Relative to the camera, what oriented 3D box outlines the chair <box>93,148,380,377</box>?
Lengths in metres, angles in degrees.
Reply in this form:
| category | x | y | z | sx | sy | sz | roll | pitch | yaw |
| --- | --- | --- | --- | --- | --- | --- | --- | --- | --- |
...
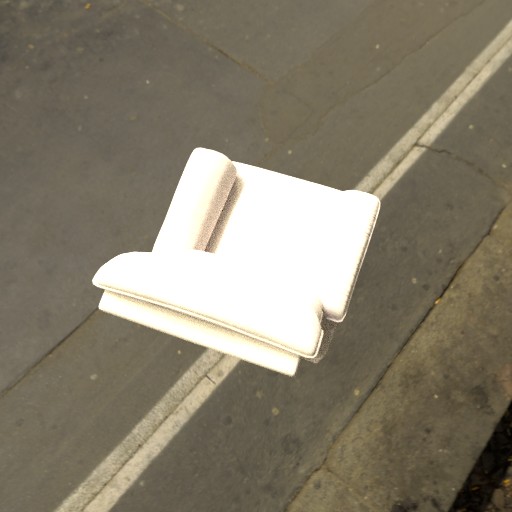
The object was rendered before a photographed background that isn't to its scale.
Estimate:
| category | x | y | z | sx | sy | sz | roll | pitch | yaw |
| --- | --- | --- | --- | --- | --- | --- | --- | --- | --- |
| chair | 0.000 | 0.000 | 1.757 | 0.820 | 1.039 | 1.001 | 17 | 64 | 9 |
